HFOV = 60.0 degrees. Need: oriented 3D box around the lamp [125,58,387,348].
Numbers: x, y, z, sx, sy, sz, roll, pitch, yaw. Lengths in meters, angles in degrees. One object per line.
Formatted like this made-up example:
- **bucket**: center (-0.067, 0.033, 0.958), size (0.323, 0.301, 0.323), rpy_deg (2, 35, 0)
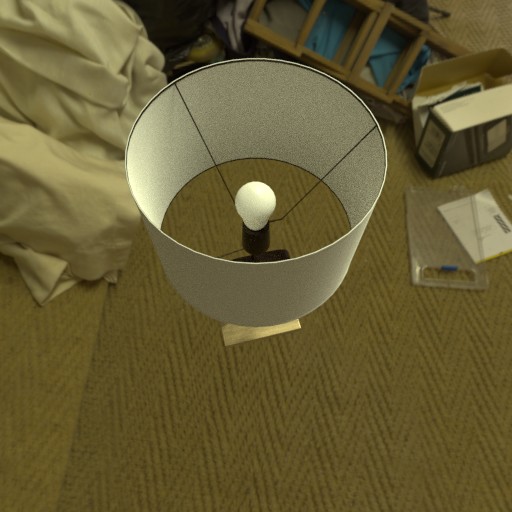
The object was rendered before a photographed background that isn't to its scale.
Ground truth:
- **lamp**: center (0.000, 0.000, 0.700), size (0.279, 0.508, 0.279), rpy_deg (-12, 63, -6)
